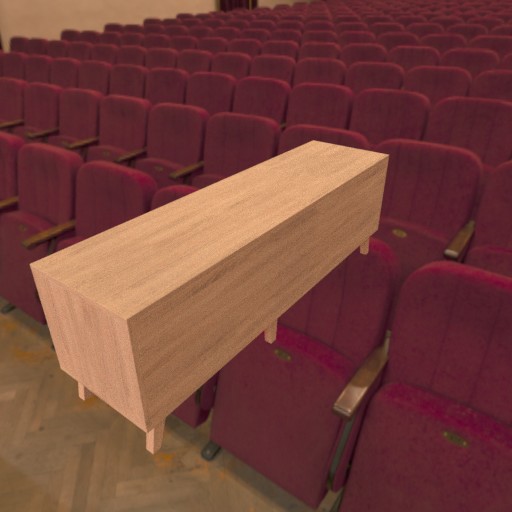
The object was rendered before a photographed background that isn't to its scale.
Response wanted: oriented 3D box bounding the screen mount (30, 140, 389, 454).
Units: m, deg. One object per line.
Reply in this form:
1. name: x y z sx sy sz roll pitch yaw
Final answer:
1. screen mount: 0.000 0.000 1.736 0.400 0.510 1.500 21 36 31
